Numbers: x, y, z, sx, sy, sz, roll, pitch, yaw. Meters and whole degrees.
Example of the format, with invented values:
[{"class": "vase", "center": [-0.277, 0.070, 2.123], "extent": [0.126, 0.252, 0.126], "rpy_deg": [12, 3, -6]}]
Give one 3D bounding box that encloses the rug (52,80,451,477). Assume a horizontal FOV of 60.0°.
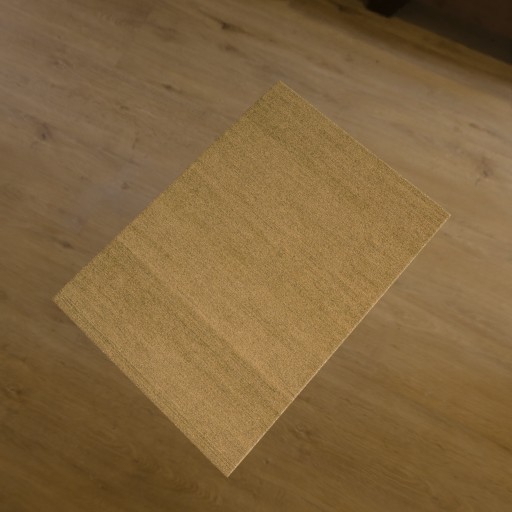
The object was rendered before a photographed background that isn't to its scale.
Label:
[{"class": "rug", "center": [0.000, 0.000, 5.220], "extent": [2.782, 0.025, 3.935], "rpy_deg": [42, 79, 10]}]
